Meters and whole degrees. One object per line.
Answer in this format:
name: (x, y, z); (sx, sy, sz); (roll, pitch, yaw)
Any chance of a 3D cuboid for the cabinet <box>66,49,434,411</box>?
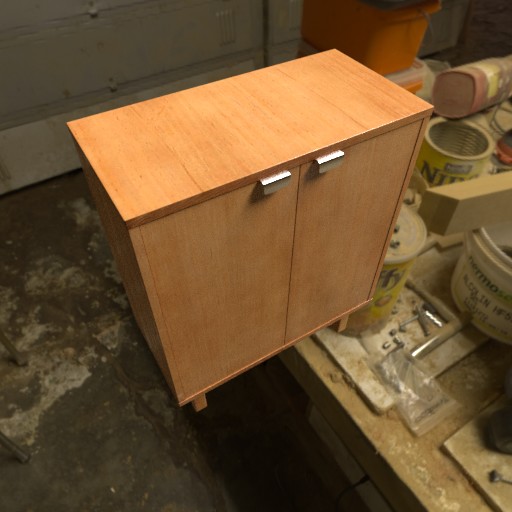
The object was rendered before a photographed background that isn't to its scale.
cabinet: (0.000, 0.000, 1.436); (0.800, 1.001, 0.419); (-24, 52, -20)
